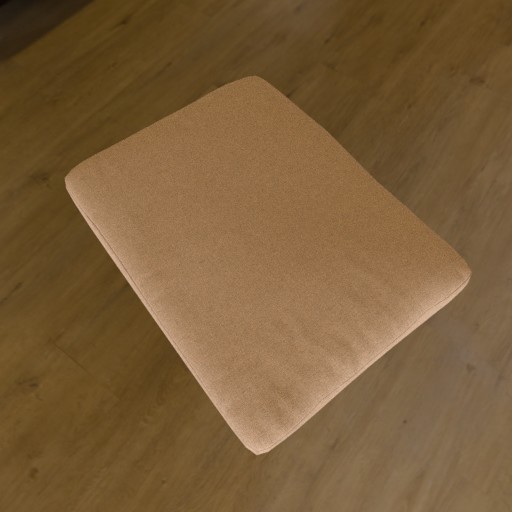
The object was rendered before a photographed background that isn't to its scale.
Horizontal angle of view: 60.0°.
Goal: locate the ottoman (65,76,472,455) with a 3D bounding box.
[{"bbox_3d":[0.000,0.000,1.315,0.692,0.511,0.902,-34,68,-16],"label":"ottoman"}]
